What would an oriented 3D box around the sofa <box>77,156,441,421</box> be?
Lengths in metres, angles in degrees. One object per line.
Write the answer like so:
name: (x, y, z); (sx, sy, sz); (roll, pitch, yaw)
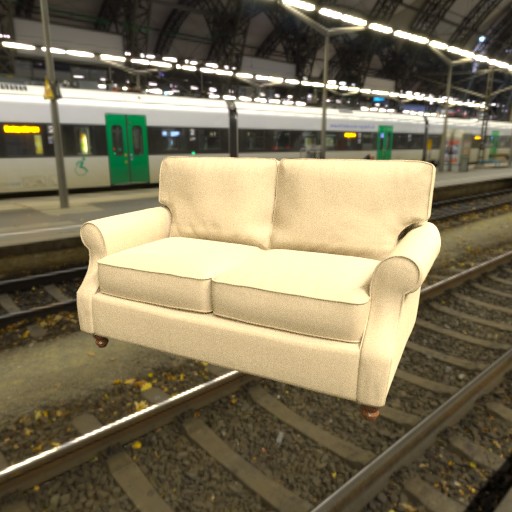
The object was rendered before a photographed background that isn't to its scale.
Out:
sofa: (0.000, 0.000, 2.205); (1.665, 0.937, 0.964); (7, 16, 26)
